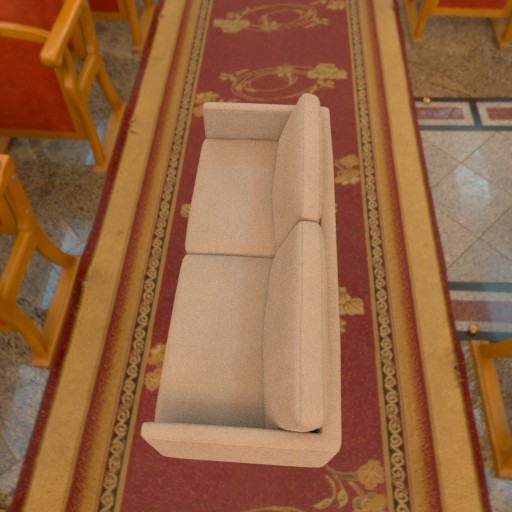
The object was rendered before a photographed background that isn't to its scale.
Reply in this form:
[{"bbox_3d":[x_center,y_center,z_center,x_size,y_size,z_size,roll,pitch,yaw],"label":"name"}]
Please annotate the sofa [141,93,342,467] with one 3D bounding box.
[{"bbox_3d":[0.000,0.000,2.894,0.988,0.912,2.404,3,58,2],"label":"sofa"}]
